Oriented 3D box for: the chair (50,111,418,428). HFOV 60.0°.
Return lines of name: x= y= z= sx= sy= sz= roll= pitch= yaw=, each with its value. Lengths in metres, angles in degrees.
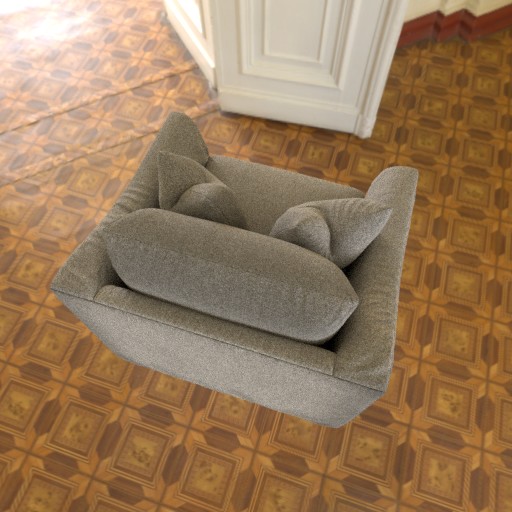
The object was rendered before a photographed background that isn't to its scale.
chair: x=0.000 y=0.000 z=1.980 sx=1.194 sy=1.059 sz=1.071 roll=16 pitch=63 yaw=8
